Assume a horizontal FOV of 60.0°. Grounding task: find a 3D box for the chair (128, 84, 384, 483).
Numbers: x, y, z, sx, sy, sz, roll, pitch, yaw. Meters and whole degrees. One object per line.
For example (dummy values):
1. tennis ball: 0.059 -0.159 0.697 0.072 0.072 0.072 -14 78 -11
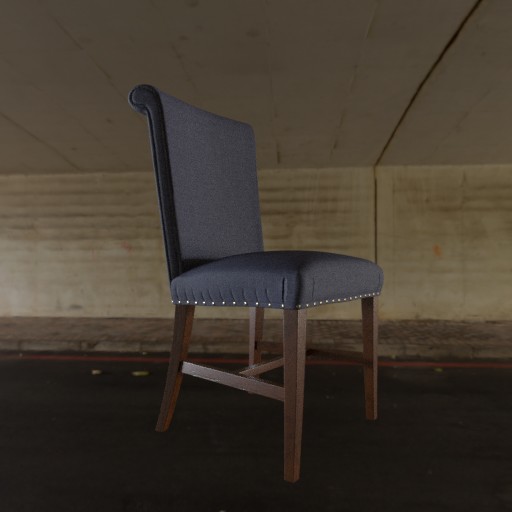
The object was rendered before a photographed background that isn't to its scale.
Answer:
1. chair: 0.000 0.000 1.324 0.608 0.988 0.513 0 0 36
